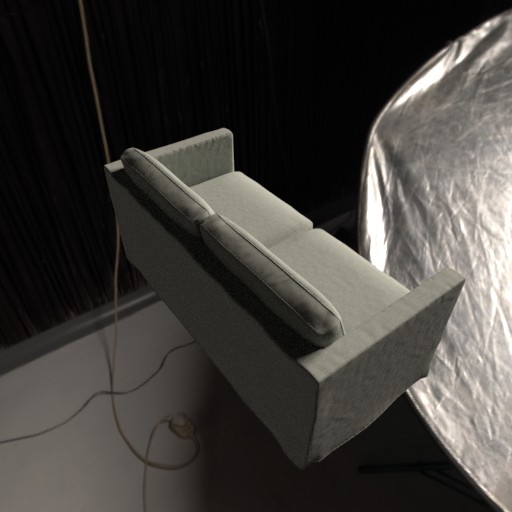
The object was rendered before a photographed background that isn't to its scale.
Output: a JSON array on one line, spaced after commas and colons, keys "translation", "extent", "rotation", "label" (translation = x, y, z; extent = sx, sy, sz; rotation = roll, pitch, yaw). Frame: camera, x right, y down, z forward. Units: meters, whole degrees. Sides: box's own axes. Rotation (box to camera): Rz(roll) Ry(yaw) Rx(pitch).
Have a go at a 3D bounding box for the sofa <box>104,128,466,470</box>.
[{"translation": [0.000, 0.000, 2.560], "extent": [0.940, 0.870, 1.987], "rotation": [-26, 47, -27], "label": "sofa"}]
